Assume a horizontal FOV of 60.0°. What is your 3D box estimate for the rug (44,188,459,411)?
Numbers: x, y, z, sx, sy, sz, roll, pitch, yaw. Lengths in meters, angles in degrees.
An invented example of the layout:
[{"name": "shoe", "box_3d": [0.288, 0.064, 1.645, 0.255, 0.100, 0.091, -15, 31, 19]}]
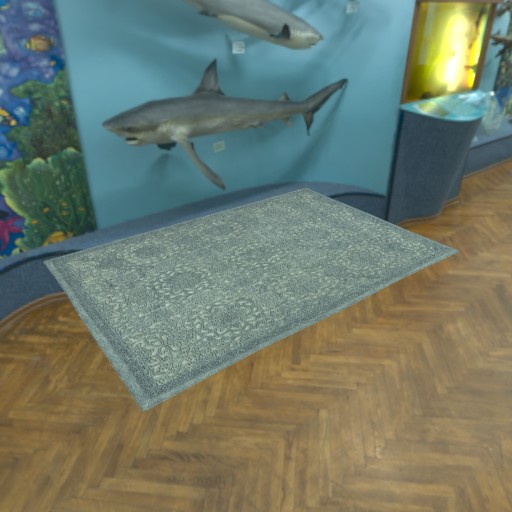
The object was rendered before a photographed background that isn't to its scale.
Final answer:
[{"name": "rug", "box_3d": [0.000, 0.000, 2.334, 1.830, 0.016, 1.224, -20, 34, -32]}]
